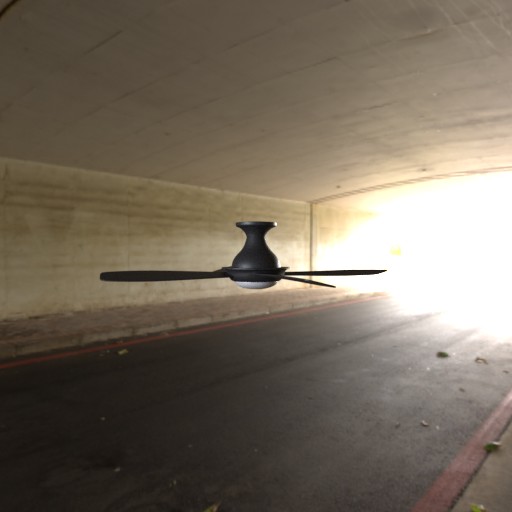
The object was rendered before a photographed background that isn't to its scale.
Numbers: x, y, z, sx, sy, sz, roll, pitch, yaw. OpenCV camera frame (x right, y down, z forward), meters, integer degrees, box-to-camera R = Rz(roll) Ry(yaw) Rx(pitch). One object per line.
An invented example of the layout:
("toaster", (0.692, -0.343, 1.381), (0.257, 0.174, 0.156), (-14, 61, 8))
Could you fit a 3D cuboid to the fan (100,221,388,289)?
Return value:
("fan", (0.000, 0.000, 2.546), (1.694, 0.382, 1.694), (0, 0, -18))
